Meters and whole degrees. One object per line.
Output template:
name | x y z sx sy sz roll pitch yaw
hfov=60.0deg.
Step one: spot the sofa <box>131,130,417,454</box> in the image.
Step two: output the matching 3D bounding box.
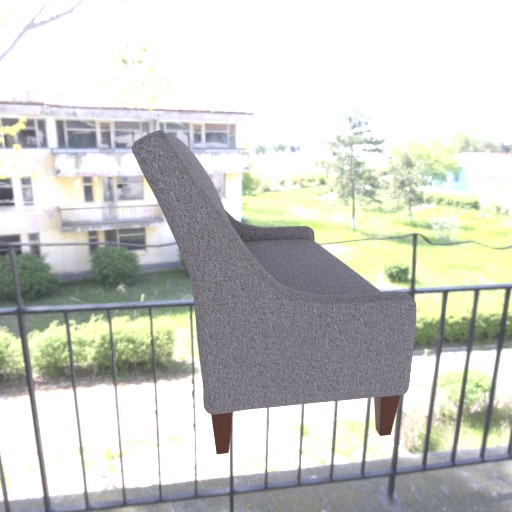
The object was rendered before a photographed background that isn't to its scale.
sofa | 0.000 0.000 1.916 0.862 1.026 1.242 -2 15 -9
